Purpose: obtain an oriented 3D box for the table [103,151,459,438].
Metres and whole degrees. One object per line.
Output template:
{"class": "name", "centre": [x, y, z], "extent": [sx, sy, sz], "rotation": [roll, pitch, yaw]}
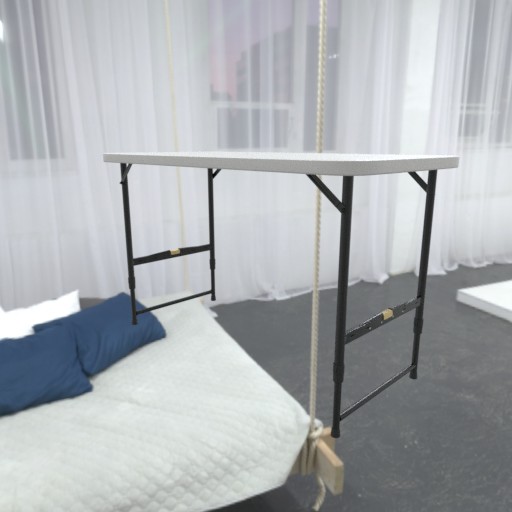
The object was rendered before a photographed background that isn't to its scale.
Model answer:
{"class": "table", "centre": [0.000, 0.000, 1.645], "extent": [0.610, 0.737, 1.219], "rotation": [-13, 19, -43]}
